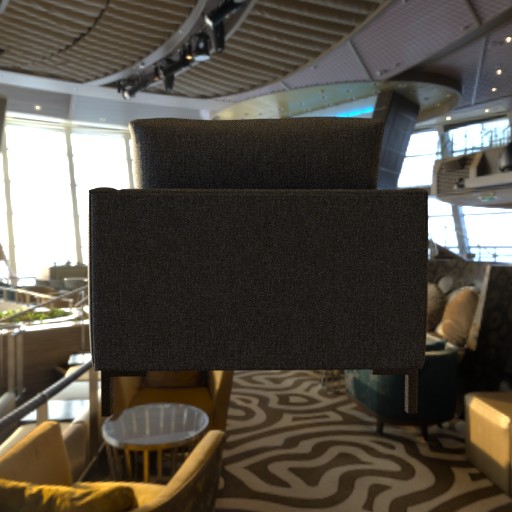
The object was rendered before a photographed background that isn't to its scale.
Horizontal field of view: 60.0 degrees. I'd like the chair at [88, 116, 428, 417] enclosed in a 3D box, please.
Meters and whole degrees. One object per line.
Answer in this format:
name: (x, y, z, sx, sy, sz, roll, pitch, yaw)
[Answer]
chair: (0.000, 0.000, 1.631, 0.963, 0.861, 0.866, 0, 1, -1)
